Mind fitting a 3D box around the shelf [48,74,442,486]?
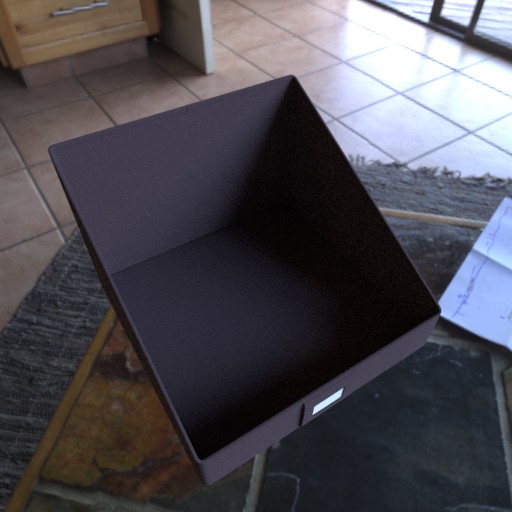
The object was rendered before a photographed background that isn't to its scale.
[{"bbox_3d":[0.000,0.000,0.469,0.292,0.210,0.292,-25,52,-21],"label":"shelf"}]
